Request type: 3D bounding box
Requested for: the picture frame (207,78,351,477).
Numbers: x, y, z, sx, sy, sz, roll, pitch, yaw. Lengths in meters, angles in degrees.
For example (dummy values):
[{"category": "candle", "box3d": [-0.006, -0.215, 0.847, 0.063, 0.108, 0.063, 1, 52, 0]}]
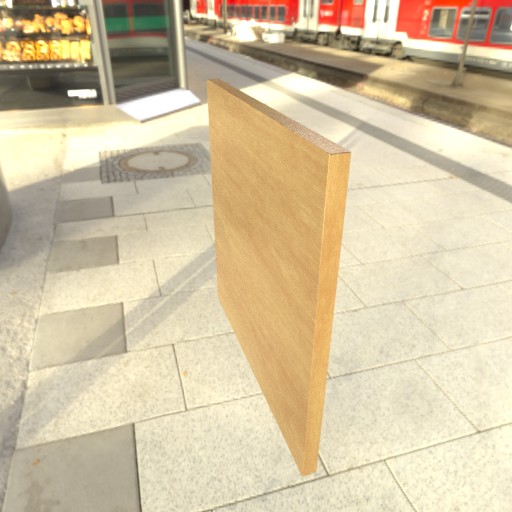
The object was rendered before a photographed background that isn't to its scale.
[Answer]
[{"category": "picture frame", "box3d": [0.000, 0.000, 1.151, 0.037, 0.761, 0.758, -10, 31, -17]}]
